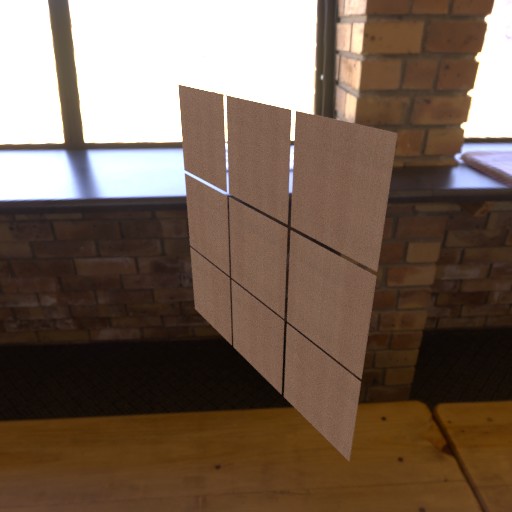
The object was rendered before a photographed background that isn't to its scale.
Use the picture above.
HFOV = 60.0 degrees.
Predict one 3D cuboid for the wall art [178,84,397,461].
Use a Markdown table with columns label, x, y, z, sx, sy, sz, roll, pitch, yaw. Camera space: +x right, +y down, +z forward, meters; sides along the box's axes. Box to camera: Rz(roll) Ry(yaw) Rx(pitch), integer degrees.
| label | x | y | z | sx | sy | sz | roll | pitch | yaw |
| --- | --- | --- | --- | --- | --- | --- | --- | --- | --- |
| wall art | 0.000 | 0.000 | 2.261 | 0.002 | 1.505 | 1.517 | -18 | 33 | -30 |
